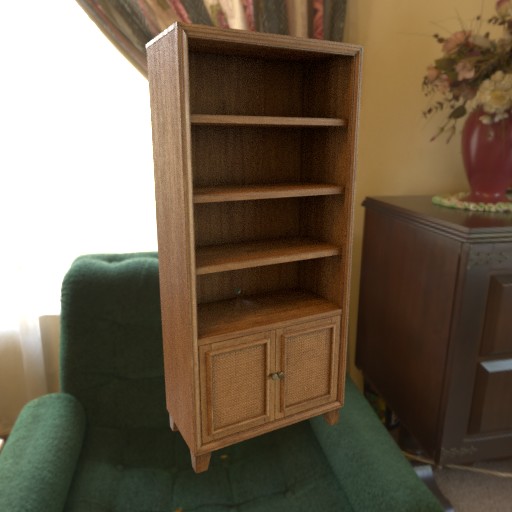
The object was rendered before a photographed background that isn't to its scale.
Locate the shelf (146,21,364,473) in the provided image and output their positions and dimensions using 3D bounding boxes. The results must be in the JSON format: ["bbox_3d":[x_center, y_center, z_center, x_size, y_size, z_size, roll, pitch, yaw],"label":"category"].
[{"bbox_3d":[0.000,0.000,2.200,0.864,1.930,0.453,-7,16,-27],"label":"shelf"}]
